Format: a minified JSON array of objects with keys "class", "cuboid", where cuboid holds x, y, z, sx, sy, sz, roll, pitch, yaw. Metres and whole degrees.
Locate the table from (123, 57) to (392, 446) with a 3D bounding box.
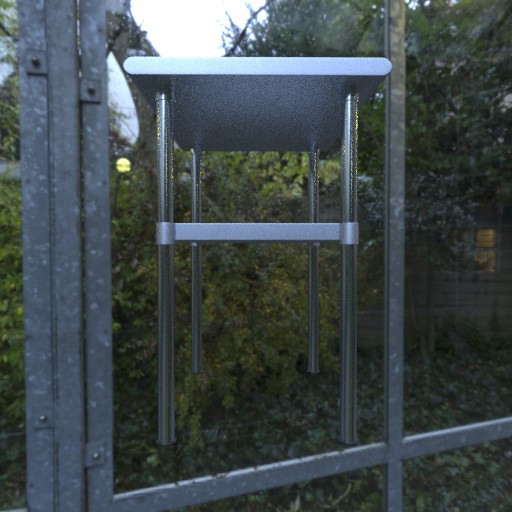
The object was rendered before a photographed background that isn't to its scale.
[{"class":"table","cuboid":[0.000,0.000,1.350,0.584,0.876,0.762,0,1,-1]}]
